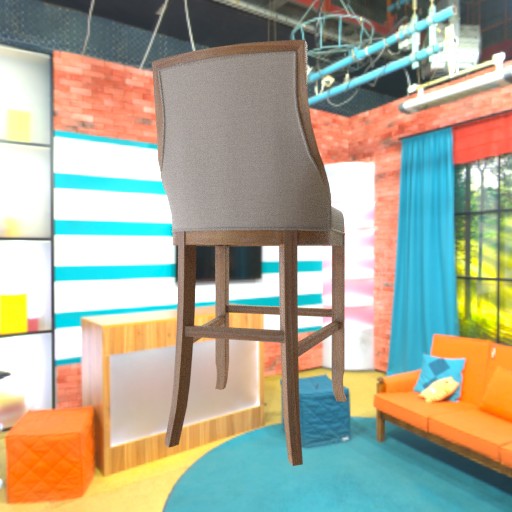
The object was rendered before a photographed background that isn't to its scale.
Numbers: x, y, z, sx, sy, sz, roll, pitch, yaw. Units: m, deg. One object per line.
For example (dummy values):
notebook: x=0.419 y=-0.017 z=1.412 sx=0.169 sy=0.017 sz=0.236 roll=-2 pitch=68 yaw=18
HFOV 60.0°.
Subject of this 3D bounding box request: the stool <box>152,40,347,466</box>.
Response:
stool: x=0.000 y=0.000 z=1.452 sx=0.524 sy=1.101 sz=0.626 roll=0 pitch=1 yaw=17
